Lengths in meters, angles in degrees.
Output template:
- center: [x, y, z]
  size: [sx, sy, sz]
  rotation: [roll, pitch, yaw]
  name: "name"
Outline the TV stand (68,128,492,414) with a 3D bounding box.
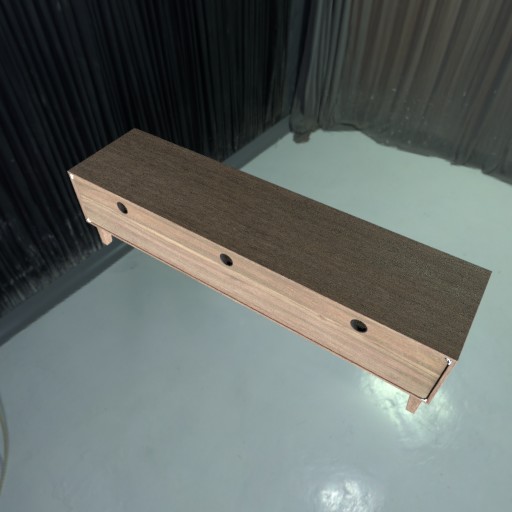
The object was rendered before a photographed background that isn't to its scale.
- center: [0.000, 0.000, 1.672]
  size: [1.482, 0.409, 0.366]
  rotation: [26, 52, 22]
  name: "TV stand"
